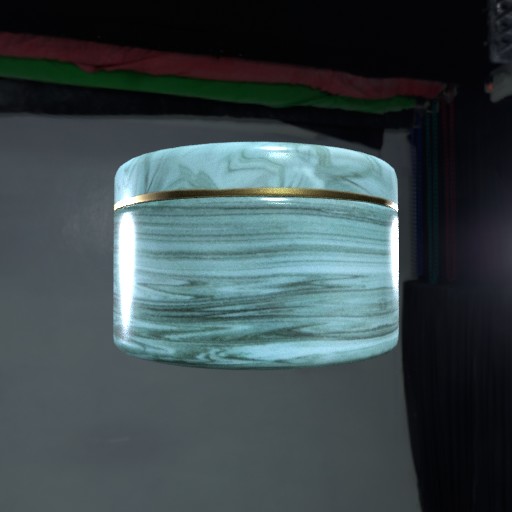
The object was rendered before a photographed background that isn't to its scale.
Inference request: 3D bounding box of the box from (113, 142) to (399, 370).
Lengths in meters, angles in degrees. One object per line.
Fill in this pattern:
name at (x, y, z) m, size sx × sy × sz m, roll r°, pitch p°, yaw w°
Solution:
box at (0.000, 0.000, 0.166) m, size 0.101 × 0.063 × 0.101 m, roll 0°, pitch -1°, yaw 0°
